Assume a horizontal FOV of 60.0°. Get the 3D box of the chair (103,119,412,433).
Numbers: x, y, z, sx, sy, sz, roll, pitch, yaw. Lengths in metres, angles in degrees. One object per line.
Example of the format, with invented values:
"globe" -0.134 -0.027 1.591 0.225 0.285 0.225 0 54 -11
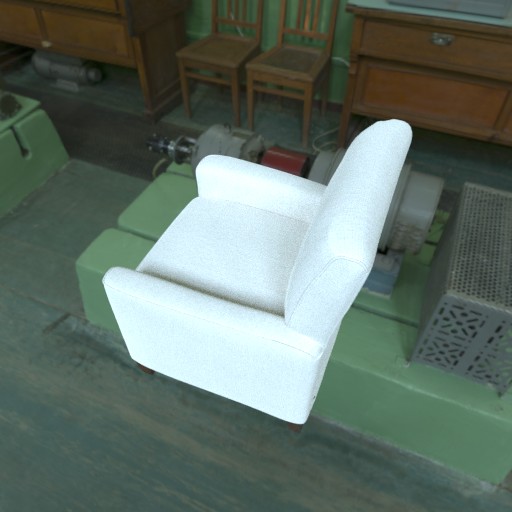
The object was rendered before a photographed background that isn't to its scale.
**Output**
"chair" 0.000 0.000 1.689 0.858 1.028 0.841 16 49 15
